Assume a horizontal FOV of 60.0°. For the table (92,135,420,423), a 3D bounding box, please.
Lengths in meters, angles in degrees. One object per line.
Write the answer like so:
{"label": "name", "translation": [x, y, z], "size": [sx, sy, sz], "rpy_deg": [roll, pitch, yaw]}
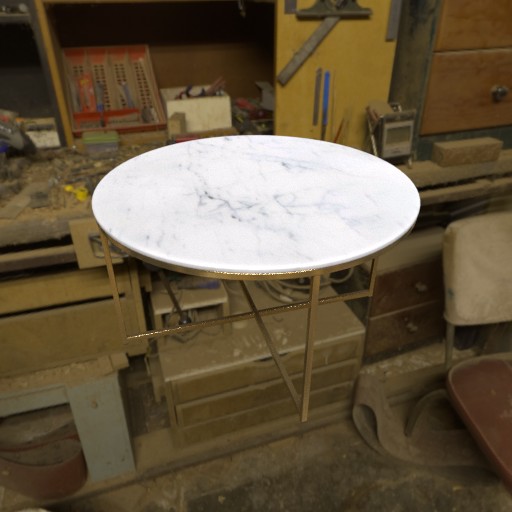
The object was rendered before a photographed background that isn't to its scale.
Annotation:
{"label": "table", "translation": [0.000, 0.000, 1.248], "size": [0.800, 0.450, 0.800], "rpy_deg": [0, 32, 0]}
